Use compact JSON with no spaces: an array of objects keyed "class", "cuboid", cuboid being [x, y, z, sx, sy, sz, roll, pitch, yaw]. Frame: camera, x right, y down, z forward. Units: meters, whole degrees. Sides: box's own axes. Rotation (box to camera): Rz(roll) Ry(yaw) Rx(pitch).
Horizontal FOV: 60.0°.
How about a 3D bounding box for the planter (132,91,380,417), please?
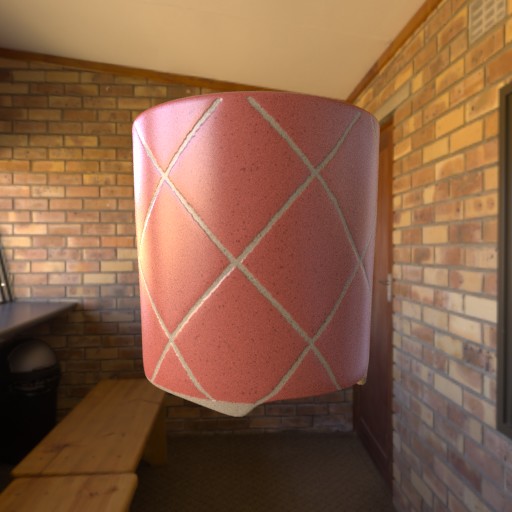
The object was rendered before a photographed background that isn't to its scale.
[{"class":"planter","cuboid":[0.000,0.000,0.424,0.227,0.235,0.227,0,1,0]}]
